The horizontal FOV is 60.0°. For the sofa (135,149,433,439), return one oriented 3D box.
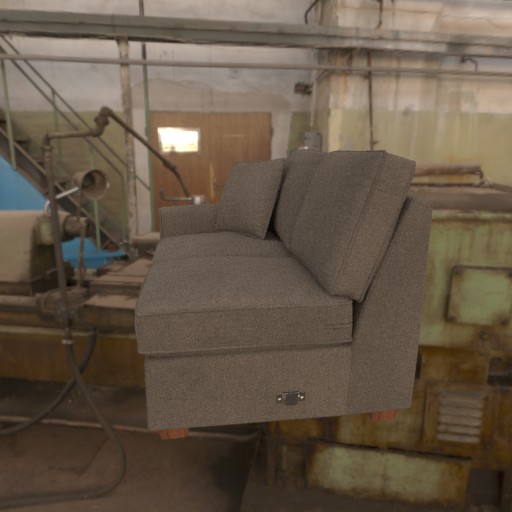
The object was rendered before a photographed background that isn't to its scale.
[{"bbox_3d":[0.000,0.000,2.097,0.991,0.989,1.388,-2,14,-8],"label":"sofa"}]
